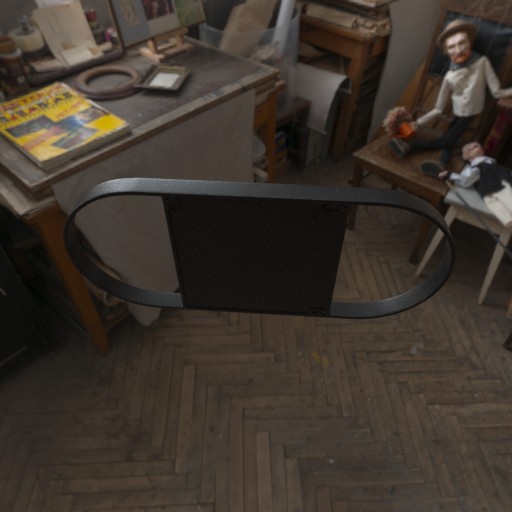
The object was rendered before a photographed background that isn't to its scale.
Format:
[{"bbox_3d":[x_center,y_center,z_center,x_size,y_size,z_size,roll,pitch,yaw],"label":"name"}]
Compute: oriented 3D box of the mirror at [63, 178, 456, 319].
[{"bbox_3d":[0.000,0.000,0.682,0.584,0.254,0.032,3,46,3],"label":"mirror"}]
